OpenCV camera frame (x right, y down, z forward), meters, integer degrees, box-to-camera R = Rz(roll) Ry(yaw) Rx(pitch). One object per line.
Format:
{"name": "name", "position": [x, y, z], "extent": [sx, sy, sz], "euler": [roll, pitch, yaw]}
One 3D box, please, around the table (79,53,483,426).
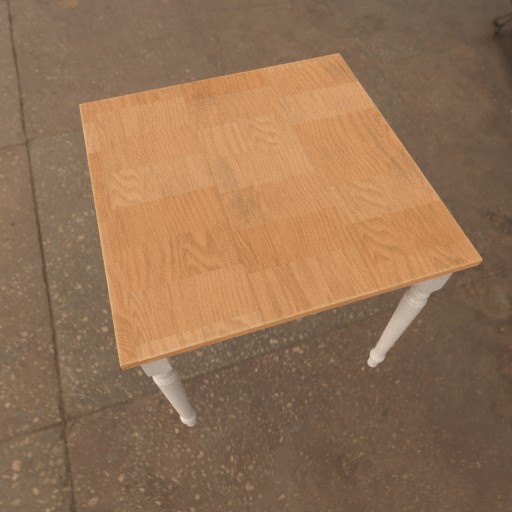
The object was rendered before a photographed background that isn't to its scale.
{"name": "table", "position": [0.000, 0.000, 1.356], "extent": [0.747, 0.738, 0.747], "euler": [-15, 59, -9]}
